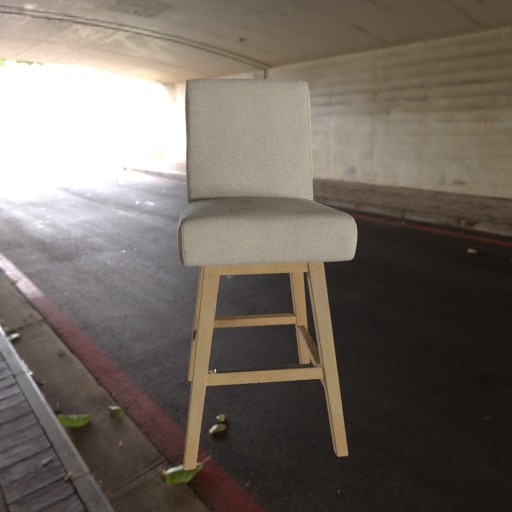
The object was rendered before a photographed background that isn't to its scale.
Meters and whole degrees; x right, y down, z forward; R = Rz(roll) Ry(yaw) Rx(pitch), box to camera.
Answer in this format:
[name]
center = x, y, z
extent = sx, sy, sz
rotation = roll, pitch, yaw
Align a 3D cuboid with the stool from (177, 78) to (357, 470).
[stool]
center = 0.000, 0.000, 1.295
extent = 0.446, 1.015, 0.543
rotation = -2, 16, -7
